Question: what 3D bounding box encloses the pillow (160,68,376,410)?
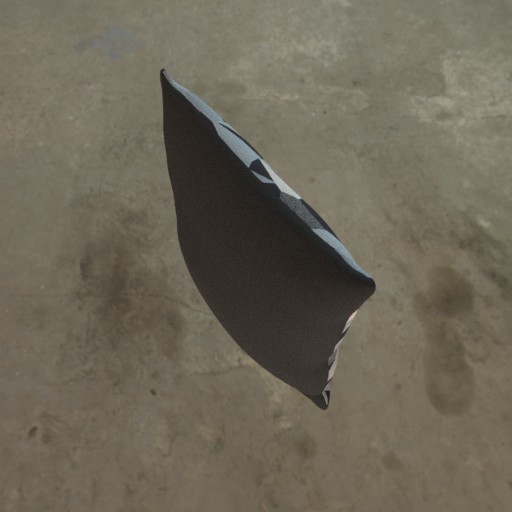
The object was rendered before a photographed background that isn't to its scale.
[{"bbox_3d":[0.000,0.000,0.795,0.208,0.496,0.503,-30,62,-18],"label":"pillow"}]
